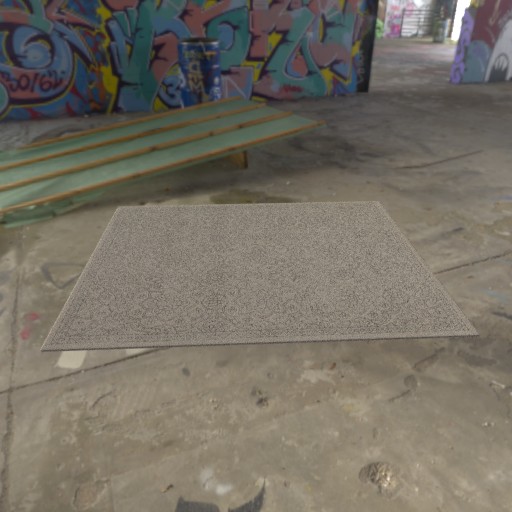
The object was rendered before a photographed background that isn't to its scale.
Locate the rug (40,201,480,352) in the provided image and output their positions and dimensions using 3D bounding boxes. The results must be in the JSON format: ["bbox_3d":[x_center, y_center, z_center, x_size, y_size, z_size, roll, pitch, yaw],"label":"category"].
[{"bbox_3d":[0.000,0.000,4.115,3.050,0.015,2.441,-1,30,-3],"label":"rug"}]
